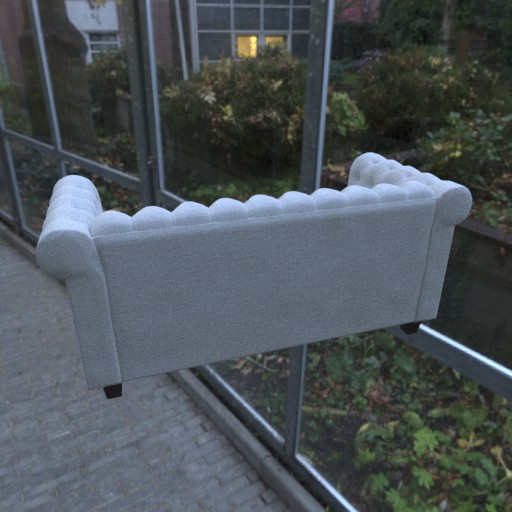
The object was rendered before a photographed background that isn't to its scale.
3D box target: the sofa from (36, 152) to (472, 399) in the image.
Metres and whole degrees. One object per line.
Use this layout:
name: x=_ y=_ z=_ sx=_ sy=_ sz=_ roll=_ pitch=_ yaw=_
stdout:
sofa: x=0.000 y=0.000 z=2.187 sx=1.798 sy=0.797 sz=0.783 roll=-8 pitch=26 yaw=-17
